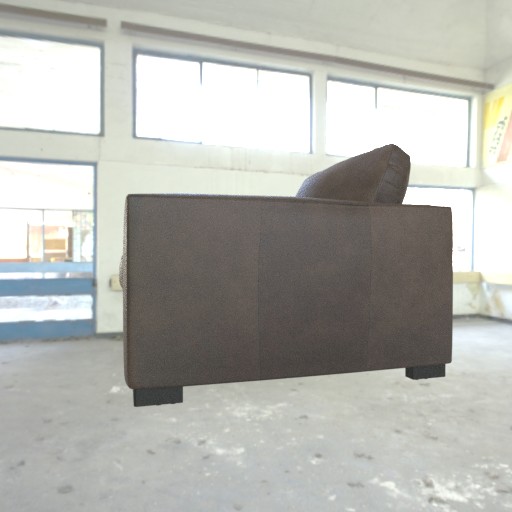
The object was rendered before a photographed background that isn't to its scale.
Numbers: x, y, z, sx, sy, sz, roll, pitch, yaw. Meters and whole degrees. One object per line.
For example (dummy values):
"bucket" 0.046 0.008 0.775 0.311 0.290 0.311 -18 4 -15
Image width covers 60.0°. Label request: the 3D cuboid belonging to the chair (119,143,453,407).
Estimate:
"chair" 0.000 0.000 1.811 1.069 0.812 1.100 0 0 -17
